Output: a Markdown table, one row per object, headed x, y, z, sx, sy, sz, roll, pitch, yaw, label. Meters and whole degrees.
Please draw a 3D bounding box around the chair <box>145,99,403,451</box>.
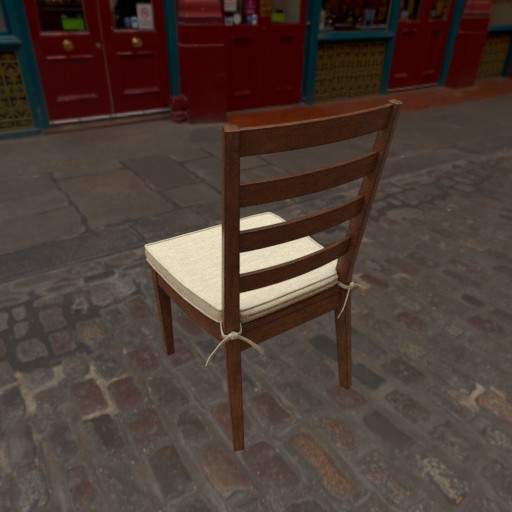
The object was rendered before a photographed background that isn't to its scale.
| x | y | z | sx | sy | sz | roll | pitch | yaw | label |
| --- | --- | --- | --- | --- | --- | --- | --- | --- | --- |
| 0.000 | 0.000 | 1.399 | 0.593 | 0.979 | 0.595 | -18 | 35 | -29 | chair |
